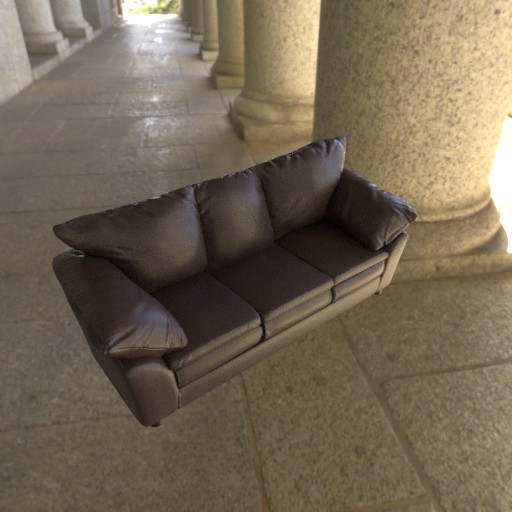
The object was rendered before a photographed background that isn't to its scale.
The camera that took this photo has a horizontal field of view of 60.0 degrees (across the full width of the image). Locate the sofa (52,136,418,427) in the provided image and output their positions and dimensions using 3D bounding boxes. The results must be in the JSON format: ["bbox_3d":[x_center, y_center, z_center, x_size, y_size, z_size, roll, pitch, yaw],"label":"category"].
[{"bbox_3d":[0.000,0.000,2.917,2.390,1.091,0.907,-23,38,-32],"label":"sofa"}]
